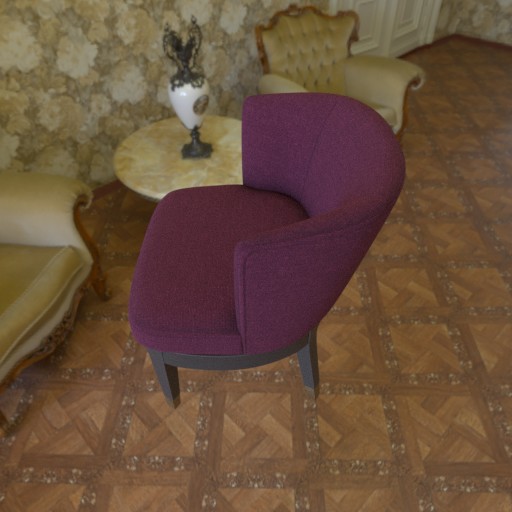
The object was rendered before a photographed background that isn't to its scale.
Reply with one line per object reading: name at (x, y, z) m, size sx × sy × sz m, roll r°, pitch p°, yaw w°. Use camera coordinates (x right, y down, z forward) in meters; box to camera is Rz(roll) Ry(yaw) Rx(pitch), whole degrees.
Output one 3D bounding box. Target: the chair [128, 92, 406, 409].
chair at (0.000, 0.000, 1.281) m, size 0.660 × 0.760 × 0.700 m, roll 0°, pitch 41°, yaw 0°
